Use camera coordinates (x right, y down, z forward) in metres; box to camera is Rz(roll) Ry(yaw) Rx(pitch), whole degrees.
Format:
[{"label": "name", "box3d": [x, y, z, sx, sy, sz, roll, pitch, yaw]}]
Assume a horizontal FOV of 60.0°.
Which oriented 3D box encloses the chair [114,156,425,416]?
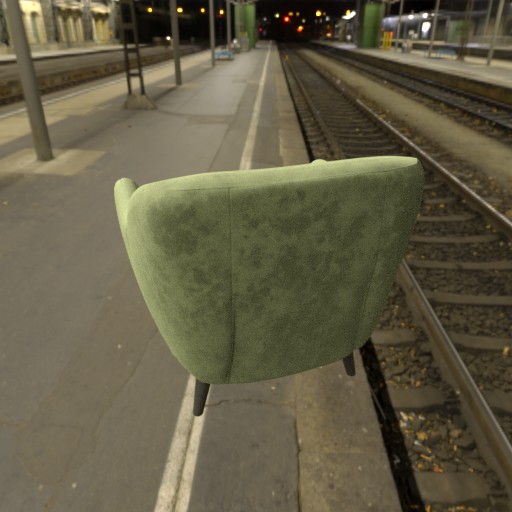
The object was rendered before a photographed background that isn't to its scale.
[{"label": "chair", "box3d": [0.000, 0.000, 1.492, 0.840, 0.804, 0.819, -9, 28, -17]}]
